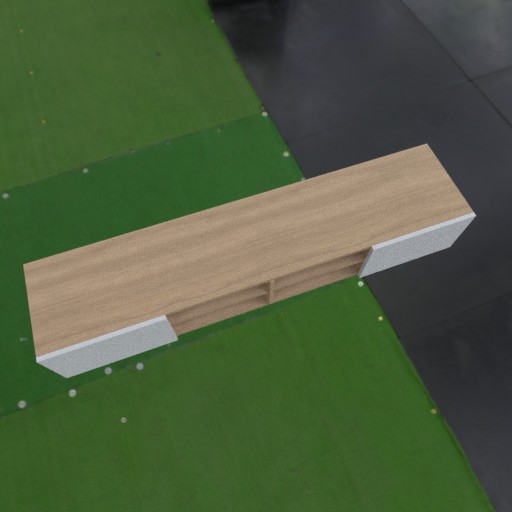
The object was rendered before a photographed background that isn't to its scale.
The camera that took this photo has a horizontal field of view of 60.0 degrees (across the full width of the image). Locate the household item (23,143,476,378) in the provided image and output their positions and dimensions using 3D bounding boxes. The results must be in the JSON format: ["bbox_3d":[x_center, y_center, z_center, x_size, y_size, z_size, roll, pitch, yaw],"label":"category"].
[{"bbox_3d":[0.000,0.000,1.982,1.850,0.310,0.420,-18,65,-9],"label":"household item"}]
